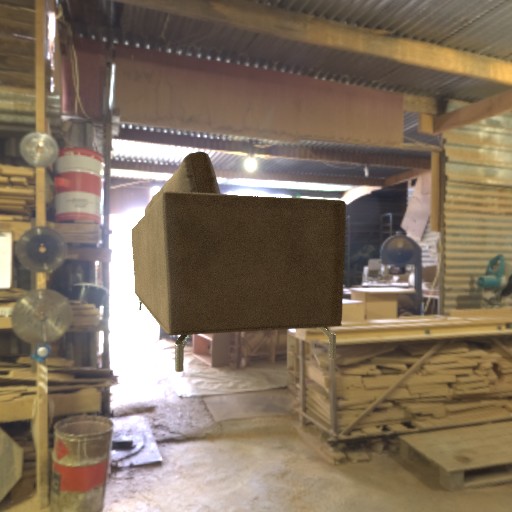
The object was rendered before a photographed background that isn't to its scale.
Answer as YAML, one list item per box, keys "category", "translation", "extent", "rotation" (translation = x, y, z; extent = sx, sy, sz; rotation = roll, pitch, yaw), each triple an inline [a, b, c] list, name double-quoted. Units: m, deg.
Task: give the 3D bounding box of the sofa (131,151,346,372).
- category: "sofa"
  translation: [0.000, 0.000, 3.195]
  extent: [1.622, 0.987, 2.438]
  rotation: [0, 0, -19]
